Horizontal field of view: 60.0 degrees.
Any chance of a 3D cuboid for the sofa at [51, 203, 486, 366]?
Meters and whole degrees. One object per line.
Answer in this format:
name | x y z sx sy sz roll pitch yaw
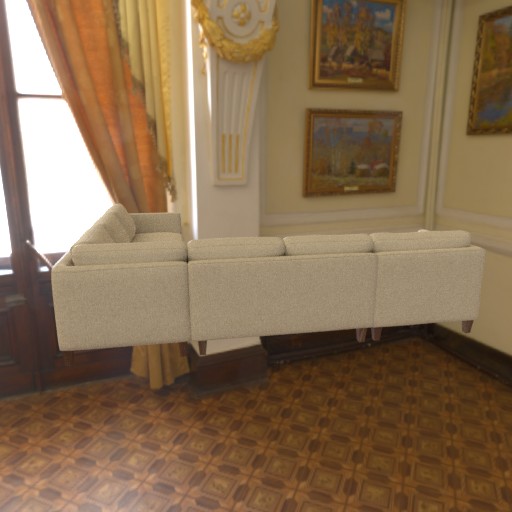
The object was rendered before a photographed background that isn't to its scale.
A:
sofa | 0.000 0.000 4.423 3.238 0.853 2.551 -3 14 -10
